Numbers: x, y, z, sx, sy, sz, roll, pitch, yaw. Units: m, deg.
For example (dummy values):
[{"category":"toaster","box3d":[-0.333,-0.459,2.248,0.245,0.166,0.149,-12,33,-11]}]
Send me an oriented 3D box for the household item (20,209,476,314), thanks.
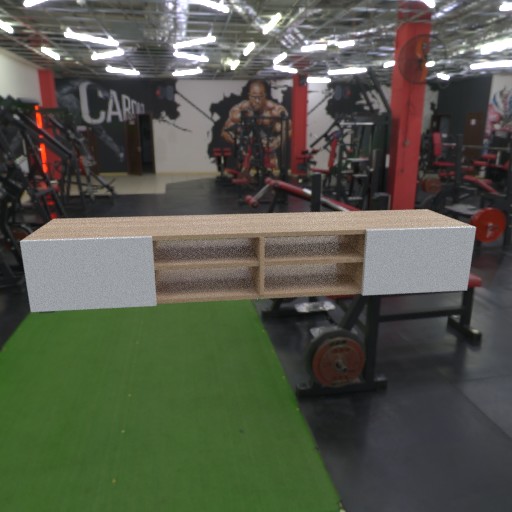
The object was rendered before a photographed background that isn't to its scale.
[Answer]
[{"category":"household item","box3d":[0.000,0.000,2.030,1.850,0.310,0.420,-2,17,-7]}]
